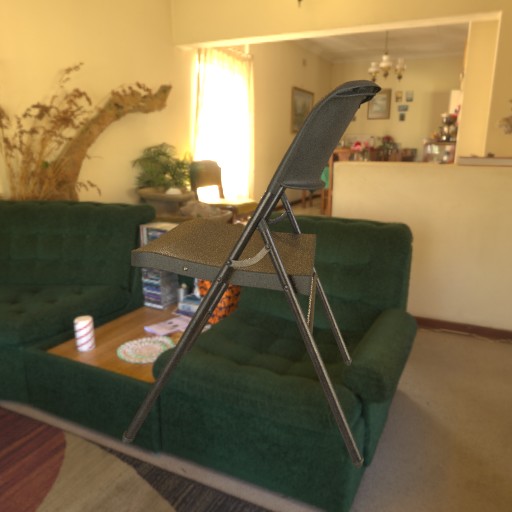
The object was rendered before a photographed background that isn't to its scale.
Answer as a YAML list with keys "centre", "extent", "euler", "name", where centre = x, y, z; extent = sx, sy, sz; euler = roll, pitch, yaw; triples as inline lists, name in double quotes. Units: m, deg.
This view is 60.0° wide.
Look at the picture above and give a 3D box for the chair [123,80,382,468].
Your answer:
- centre: [0.000, 0.000, 1.134]
  extent: [0.566, 0.810, 0.494]
  euler: [2, 15, 8]
  name: "chair"
